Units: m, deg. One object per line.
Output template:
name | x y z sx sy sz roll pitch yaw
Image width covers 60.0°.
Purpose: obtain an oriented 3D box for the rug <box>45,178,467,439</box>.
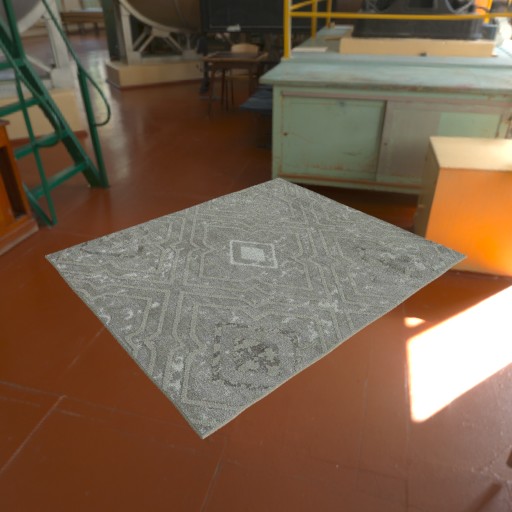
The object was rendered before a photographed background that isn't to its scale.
rug | 0.000 0.000 0.879 0.639 0.006 0.548 -24 39 -34
